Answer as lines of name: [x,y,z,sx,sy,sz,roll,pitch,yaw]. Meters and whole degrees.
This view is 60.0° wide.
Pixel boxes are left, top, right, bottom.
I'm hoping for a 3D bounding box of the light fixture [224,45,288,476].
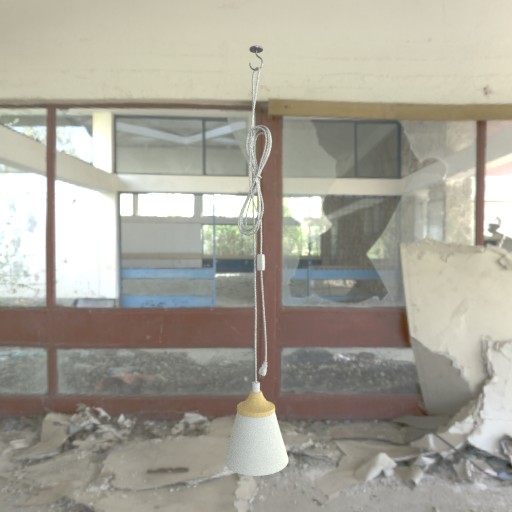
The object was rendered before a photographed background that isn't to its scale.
light fixture: [0.000,0.000,1.043,0.153,0.966,0.153,1,1,36]
